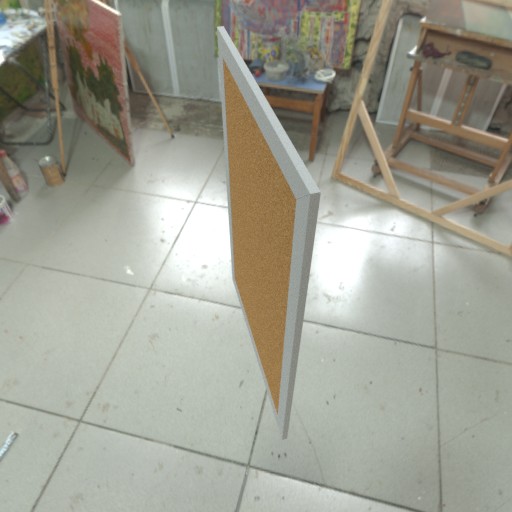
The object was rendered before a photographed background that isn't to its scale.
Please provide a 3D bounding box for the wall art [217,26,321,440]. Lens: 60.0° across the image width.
[{"bbox_3d":[0.000,0.000,0.835,0.011,0.659,0.454,-11,48,-10],"label":"wall art"}]
